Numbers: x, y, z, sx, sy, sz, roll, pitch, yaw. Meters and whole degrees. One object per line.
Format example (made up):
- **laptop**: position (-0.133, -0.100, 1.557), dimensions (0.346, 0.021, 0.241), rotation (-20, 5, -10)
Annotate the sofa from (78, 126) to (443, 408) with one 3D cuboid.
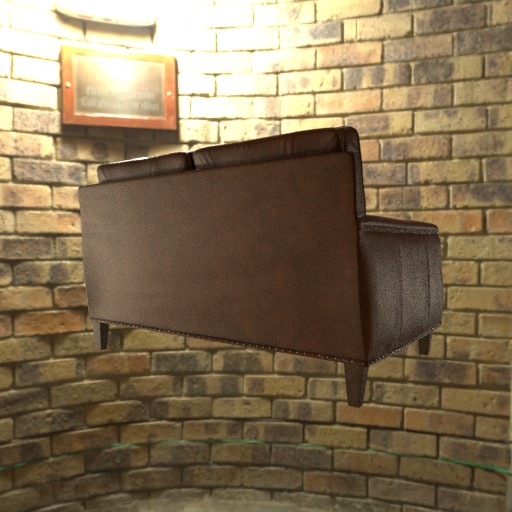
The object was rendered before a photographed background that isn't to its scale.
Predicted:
- **sofa**: position (0.000, 0.000, 2.277), dimensions (1.628, 1.003, 1.083), rotation (1, 2, 35)
